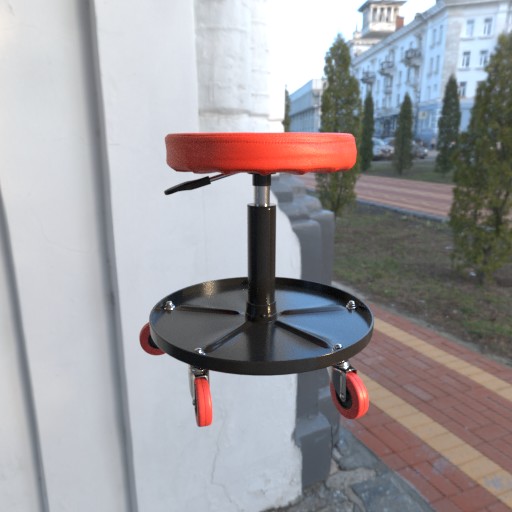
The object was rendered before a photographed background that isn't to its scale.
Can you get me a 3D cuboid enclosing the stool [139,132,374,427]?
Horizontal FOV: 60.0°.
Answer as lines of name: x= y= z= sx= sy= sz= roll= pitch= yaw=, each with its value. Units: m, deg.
stool: x=0.000 y=0.000 z=0.686 sx=0.382 sy=0.365 sz=0.381 roll=-2 pitch=15 yaw=-9
